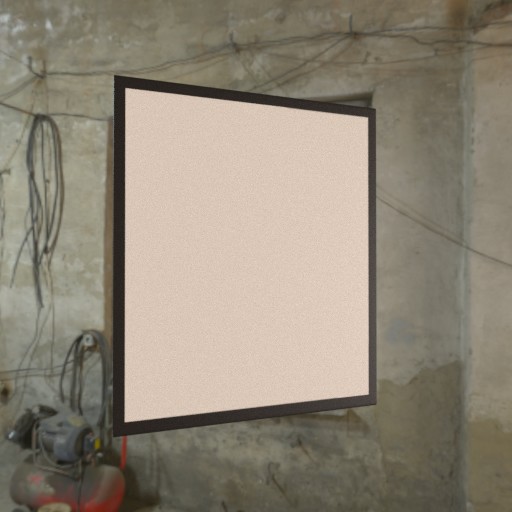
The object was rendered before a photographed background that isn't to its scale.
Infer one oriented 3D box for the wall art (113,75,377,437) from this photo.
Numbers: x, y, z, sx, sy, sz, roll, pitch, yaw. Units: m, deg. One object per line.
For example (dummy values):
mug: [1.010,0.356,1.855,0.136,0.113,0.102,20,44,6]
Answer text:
wall art: [0.000,0.000,0.701,0.430,0.509,0.021,0,-1,-19]
